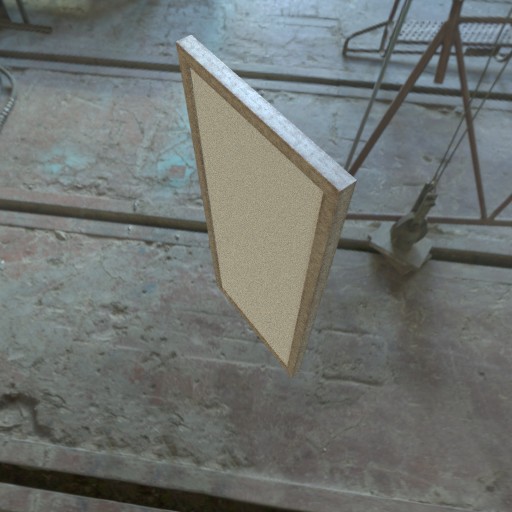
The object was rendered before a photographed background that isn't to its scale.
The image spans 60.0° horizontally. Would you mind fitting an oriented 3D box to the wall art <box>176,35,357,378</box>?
[{"bbox_3d":[0.000,0.000,1.703,0.051,1.461,0.648,-34,65,-18],"label":"wall art"}]
